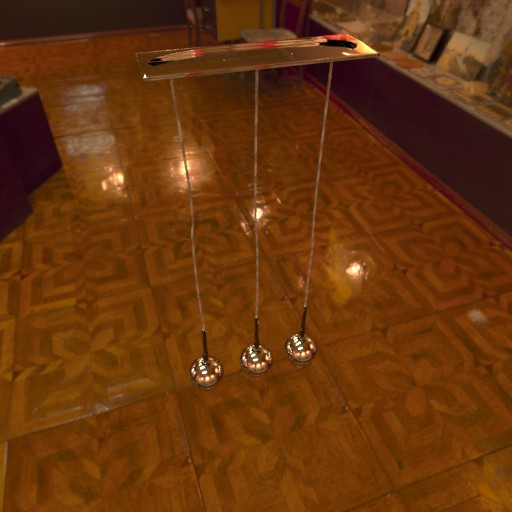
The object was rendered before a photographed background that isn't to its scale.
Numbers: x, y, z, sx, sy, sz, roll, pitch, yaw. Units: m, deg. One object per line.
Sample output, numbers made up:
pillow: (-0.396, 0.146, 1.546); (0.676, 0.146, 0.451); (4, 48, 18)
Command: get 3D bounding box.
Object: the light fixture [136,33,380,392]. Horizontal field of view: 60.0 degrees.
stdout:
light fixture: (0.000, 0.000, 1.621); (0.623, 1.408, 0.188); (-11, 43, -13)
